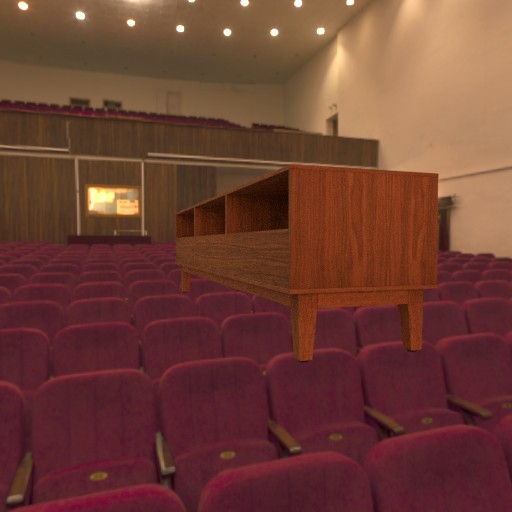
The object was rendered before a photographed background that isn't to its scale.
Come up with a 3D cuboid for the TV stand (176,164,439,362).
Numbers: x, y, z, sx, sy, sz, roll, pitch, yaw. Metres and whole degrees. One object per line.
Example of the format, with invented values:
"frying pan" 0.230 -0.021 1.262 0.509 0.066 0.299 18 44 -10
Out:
"TV stand" 0.000 0.000 1.653 0.366 0.409 1.482 -1 2 -19
